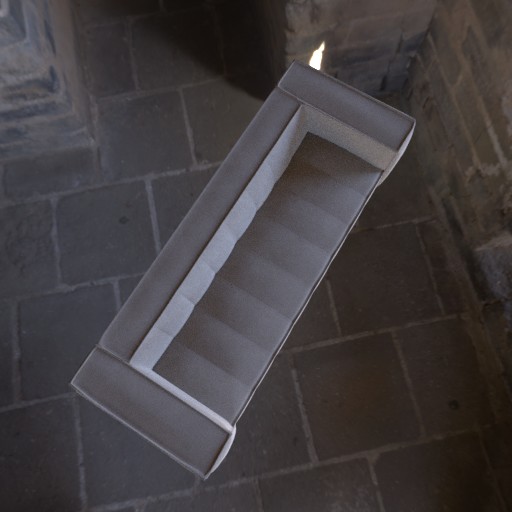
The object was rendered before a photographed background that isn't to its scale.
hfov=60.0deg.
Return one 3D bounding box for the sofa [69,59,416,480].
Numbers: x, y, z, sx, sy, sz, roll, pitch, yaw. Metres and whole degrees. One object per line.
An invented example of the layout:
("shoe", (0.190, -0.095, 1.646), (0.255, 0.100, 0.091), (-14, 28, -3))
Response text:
("sofa", (0.000, 0.000, 3.135), (1.038, 0.680, 2.697), (31, 77, 8))
